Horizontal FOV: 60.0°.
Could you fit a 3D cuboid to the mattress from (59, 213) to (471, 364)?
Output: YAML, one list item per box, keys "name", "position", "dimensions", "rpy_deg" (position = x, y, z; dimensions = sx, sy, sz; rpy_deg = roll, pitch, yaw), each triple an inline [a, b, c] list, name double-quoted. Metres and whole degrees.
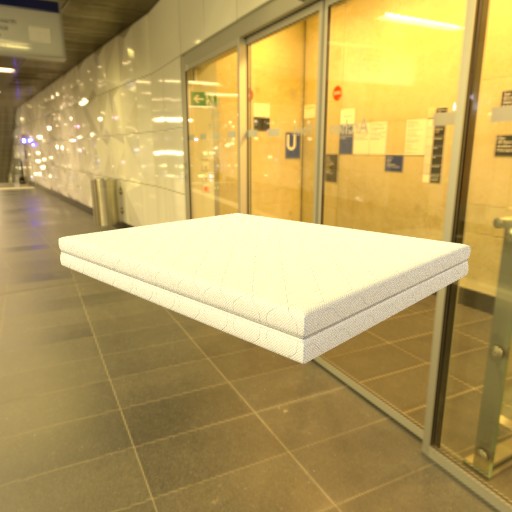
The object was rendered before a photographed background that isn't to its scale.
- name: "mattress"
  position: [0.000, 0.000, 2.753]
  dimensions: [2.000, 0.200, 1.600]
  rpy_deg: [13, 18, 42]
